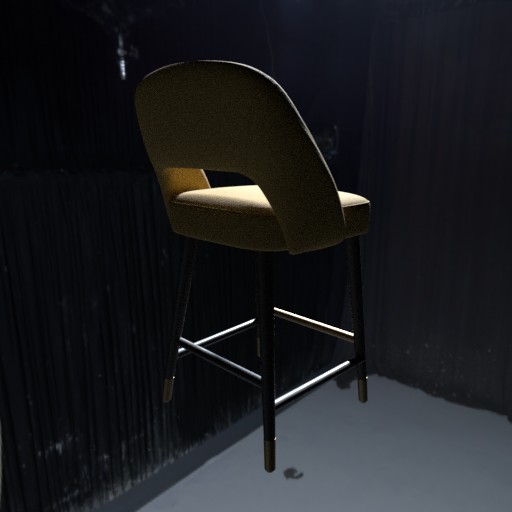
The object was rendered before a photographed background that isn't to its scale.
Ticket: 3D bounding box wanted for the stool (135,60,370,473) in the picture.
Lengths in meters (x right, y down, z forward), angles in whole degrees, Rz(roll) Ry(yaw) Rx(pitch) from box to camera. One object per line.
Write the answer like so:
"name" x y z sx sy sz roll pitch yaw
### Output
"stool" 0.000 0.000 1.231 0.536 0.939 0.522 13 19 43
